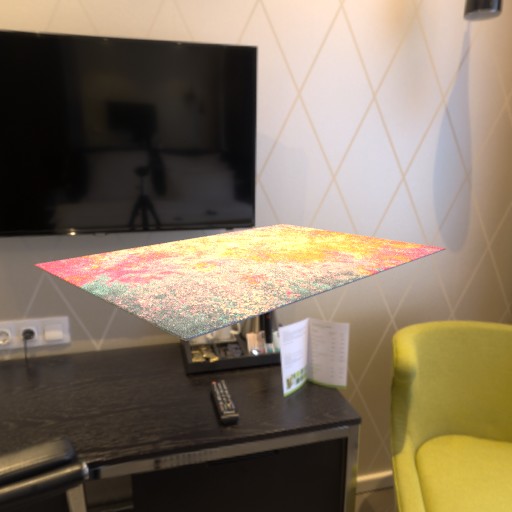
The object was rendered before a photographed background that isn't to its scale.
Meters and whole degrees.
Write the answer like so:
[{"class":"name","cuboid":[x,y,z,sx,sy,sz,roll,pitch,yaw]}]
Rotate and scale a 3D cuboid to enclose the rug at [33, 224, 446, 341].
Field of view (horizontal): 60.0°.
[{"class":"rug","cuboid":[0.000,0.000,3.732,2.896,0.013,2.007,-13,18,-43]}]
